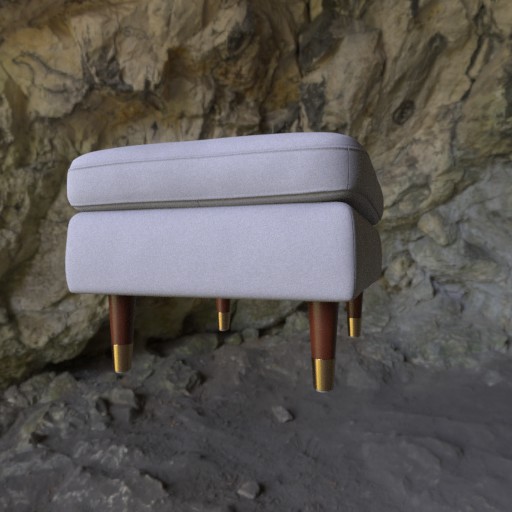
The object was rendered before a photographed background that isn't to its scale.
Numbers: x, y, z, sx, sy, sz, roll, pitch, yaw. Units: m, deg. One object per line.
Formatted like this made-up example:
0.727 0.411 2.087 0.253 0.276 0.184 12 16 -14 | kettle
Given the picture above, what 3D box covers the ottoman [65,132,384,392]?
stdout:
0.000 0.000 1.103 0.593 0.478 0.747 0 0 18 | ottoman
